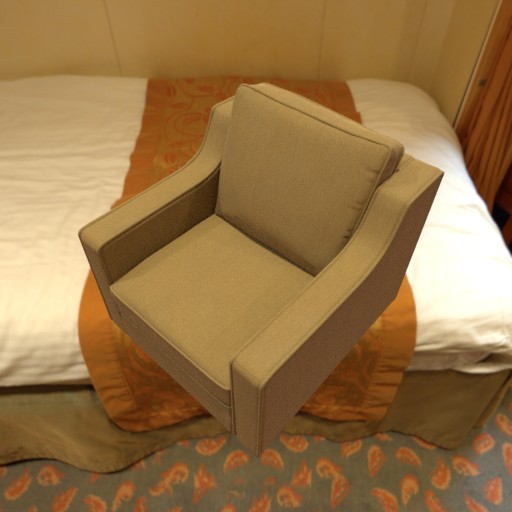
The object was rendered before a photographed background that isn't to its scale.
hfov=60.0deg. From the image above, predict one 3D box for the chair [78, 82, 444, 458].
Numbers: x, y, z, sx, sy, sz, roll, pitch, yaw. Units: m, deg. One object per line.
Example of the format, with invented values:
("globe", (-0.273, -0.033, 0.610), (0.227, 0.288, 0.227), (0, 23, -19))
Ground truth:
("chair", (0.000, 0.000, 1.629), (0.831, 0.960, 0.909), (34, 56, 27))
